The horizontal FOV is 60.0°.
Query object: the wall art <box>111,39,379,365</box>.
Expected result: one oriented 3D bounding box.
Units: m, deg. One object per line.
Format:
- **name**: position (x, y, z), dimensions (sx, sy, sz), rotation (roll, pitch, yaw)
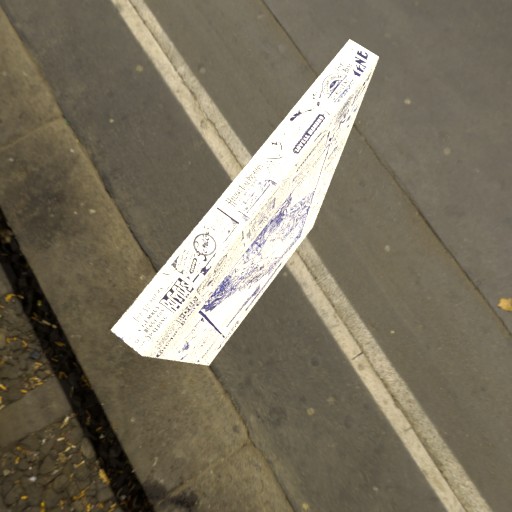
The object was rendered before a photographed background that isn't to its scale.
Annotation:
- **wall art**: position (0.000, 0.000, 0.468), dimensions (0.025, 0.376, 0.255), rotation (36, 78, 9)
